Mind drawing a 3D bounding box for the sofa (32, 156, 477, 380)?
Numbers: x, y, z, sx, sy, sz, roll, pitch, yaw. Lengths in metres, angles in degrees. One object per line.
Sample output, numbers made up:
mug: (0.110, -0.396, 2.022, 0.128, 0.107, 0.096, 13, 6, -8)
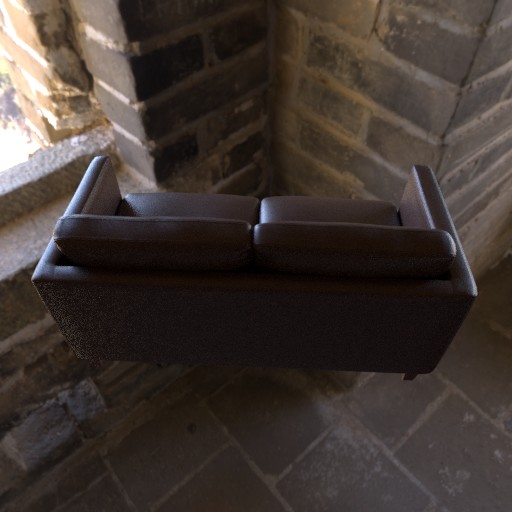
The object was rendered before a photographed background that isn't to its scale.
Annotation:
sofa: (0.000, 0.000, 2.352, 1.883, 0.933, 0.951, 2, 47, 2)
